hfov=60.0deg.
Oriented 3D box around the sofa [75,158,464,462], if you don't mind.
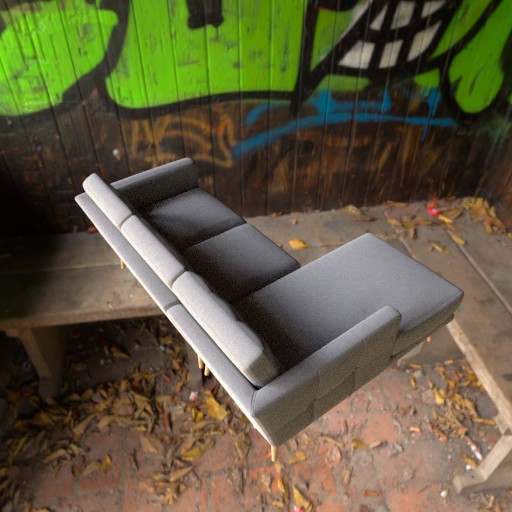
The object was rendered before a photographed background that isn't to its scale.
[{"bbox_3d":[0.000,0.000,2.825,1.530,0.860,2.040,-26,47,-27],"label":"sofa"}]
